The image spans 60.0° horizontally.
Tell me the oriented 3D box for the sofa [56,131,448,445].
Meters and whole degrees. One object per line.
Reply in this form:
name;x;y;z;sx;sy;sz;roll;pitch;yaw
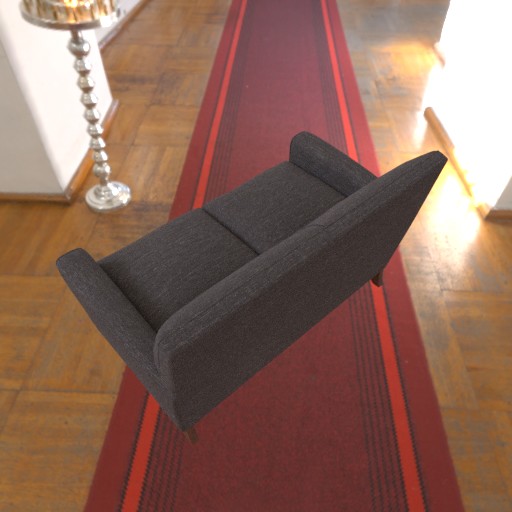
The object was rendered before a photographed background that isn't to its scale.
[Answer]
sofa;0.000;0.000;2.085;1.509;0.905;0.867;-33;55;-28
